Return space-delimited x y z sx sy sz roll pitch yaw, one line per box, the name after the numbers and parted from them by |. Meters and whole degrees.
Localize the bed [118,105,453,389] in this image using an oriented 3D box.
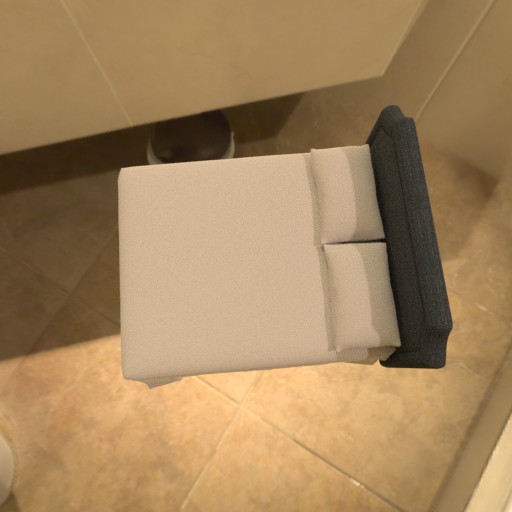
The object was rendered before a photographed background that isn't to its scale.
0.000 0.000 3.321 2.208 1.297 1.828 -5 77 -1 | bed
